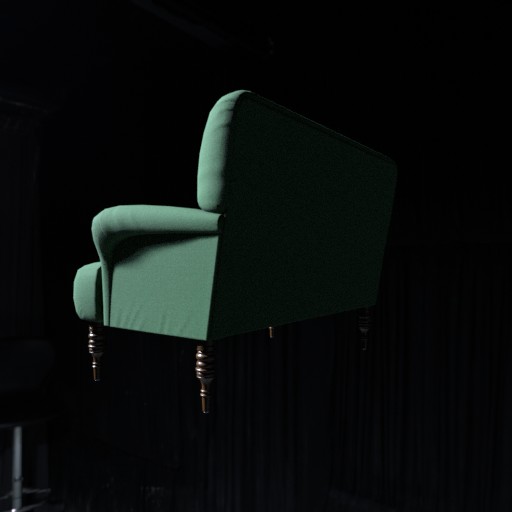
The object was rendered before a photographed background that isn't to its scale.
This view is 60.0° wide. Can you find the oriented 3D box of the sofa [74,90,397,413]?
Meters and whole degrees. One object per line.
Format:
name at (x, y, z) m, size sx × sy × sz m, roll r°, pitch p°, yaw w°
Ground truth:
sofa at (0.000, 0.000, 1.832) m, size 0.779 × 0.889 × 1.297 m, roll 0°, pitch 0°, yaw 38°
